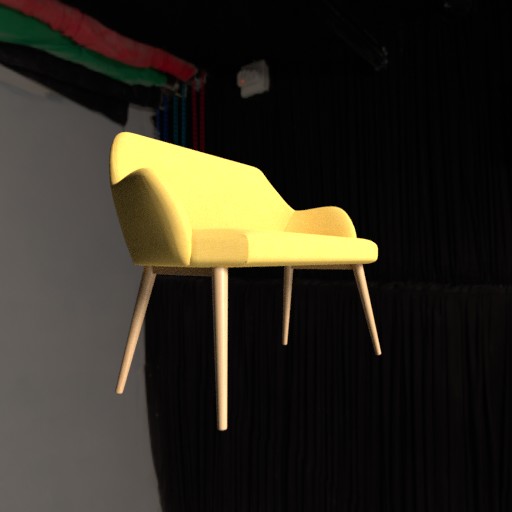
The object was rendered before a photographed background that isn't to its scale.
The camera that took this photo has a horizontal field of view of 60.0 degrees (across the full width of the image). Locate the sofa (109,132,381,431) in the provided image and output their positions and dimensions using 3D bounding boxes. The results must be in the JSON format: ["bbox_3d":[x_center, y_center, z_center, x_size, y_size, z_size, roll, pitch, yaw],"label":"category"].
[{"bbox_3d":[0.000,0.000,1.631,0.610,0.840,1.150,0,0,36],"label":"sofa"}]
